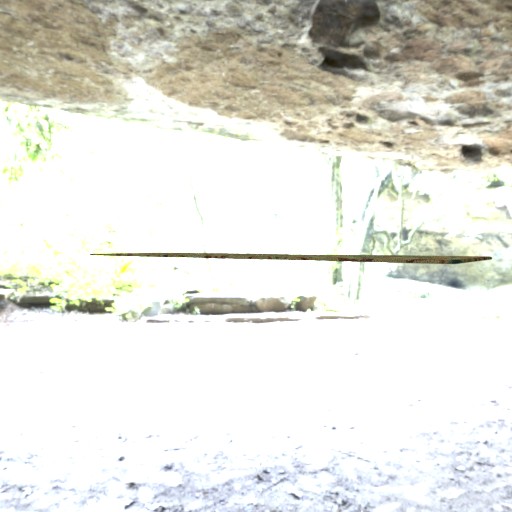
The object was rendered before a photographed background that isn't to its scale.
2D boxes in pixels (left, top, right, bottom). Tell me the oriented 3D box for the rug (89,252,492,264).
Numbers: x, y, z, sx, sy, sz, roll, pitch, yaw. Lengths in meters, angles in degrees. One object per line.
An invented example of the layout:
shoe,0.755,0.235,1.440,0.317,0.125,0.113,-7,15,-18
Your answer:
rug,0.000,0.000,2.493,2.273,0.016,0.693,1,2,38
